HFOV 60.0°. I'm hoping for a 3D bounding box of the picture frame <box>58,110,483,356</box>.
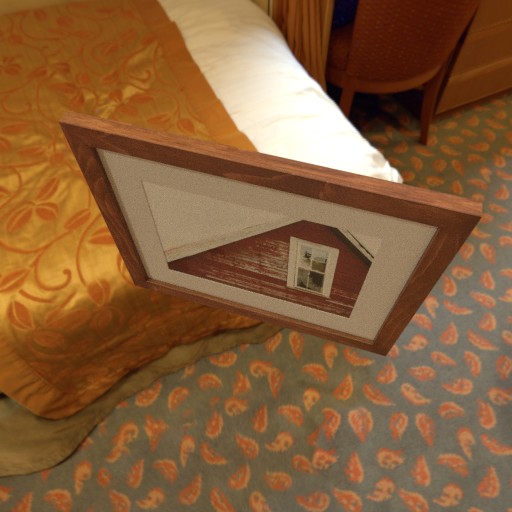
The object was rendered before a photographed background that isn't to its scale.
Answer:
[{"bbox_3d":[0.000,0.000,0.759,0.559,0.457,0.025,15,58,9],"label":"picture frame"}]
